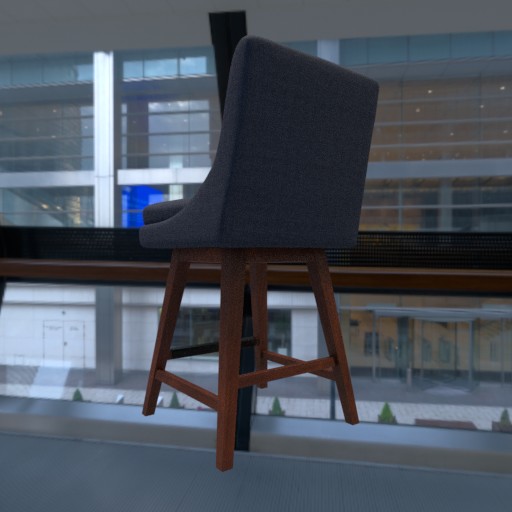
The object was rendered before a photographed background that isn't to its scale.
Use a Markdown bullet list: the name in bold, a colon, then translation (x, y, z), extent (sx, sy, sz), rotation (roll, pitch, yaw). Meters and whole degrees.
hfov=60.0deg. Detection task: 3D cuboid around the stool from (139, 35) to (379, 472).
- **stool**: translation (0.000, 0.000, 1.192), extent (0.467, 0.895, 0.524), rotation (0, 1, -37)
